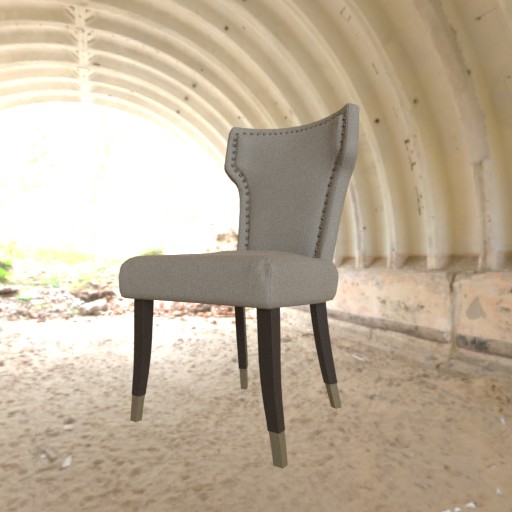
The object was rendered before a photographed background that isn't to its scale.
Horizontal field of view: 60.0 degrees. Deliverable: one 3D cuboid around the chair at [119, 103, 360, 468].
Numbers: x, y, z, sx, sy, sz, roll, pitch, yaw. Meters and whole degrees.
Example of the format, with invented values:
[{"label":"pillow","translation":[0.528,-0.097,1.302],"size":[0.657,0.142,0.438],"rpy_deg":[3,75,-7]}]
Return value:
[{"label":"chair","translation":[0.000,0.000,1.352],"size":[0.526,0.955,0.630],"rpy_deg":[0,-1,35]}]
